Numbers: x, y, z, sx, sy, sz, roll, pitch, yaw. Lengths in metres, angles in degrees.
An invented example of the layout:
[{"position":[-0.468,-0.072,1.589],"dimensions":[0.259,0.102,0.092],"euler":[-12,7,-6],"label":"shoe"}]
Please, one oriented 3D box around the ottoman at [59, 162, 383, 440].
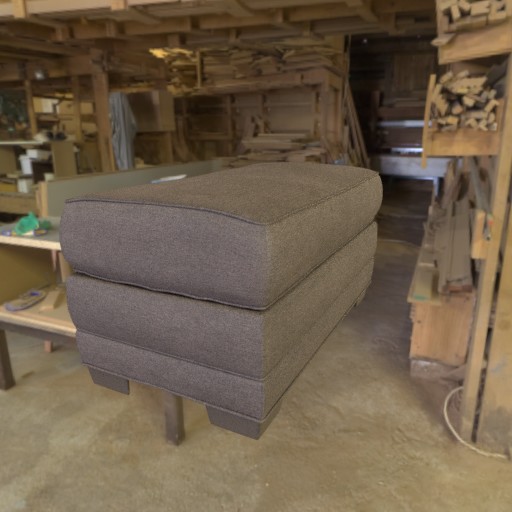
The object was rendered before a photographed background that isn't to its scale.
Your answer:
[{"position":[0.000,0.000,1.186],"dimensions":[0.490,0.448,0.864],"euler":[8,19,26],"label":"ottoman"}]
